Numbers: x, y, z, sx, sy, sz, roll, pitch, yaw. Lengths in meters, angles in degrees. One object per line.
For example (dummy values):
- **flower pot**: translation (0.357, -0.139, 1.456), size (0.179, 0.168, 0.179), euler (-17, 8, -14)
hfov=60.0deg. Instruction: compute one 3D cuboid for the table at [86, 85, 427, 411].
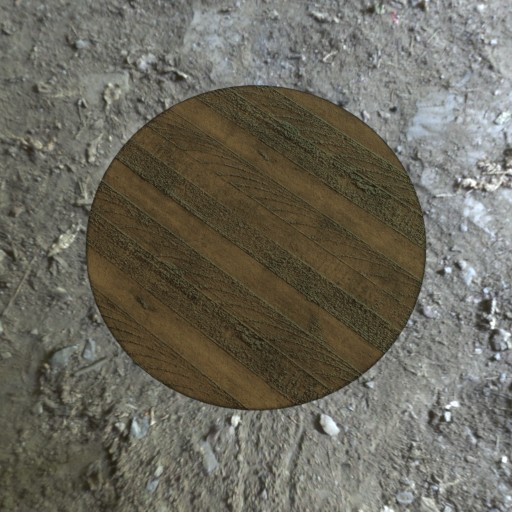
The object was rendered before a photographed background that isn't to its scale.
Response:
- **table**: translation (0.000, 0.000, 1.316), size (0.837, 0.462, 0.837), euler (0, 75, 0)
